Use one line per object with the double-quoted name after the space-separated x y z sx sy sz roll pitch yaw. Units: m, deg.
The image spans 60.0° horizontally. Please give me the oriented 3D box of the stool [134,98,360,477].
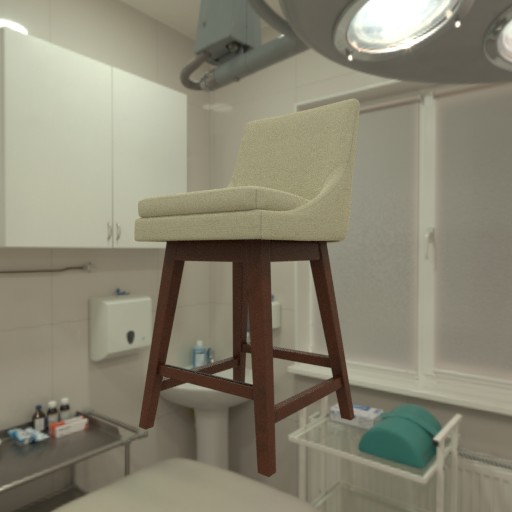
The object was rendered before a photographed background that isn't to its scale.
0.000 0.000 1.341 0.469 0.991 0.559 1 1 38 "stool"
